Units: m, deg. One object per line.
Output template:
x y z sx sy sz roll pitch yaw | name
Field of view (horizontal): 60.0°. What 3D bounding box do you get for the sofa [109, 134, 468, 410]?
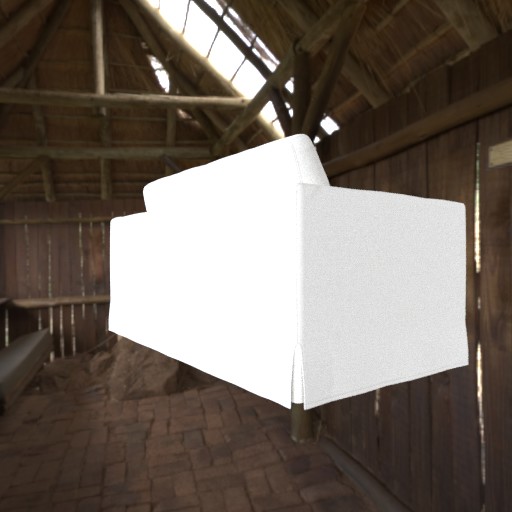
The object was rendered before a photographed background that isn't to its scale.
0.000 0.000 2.360 1.009 0.932 1.813 0 0 -36 | sofa
